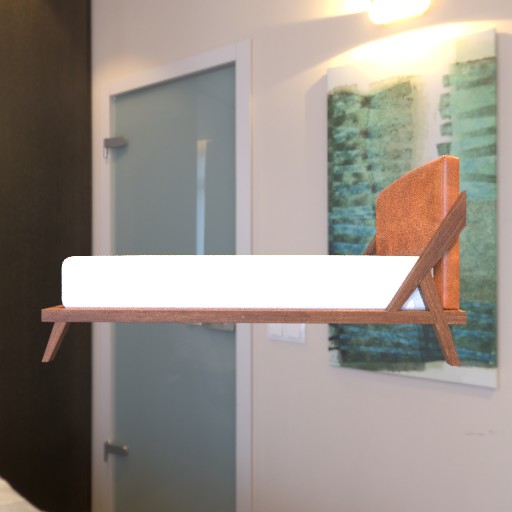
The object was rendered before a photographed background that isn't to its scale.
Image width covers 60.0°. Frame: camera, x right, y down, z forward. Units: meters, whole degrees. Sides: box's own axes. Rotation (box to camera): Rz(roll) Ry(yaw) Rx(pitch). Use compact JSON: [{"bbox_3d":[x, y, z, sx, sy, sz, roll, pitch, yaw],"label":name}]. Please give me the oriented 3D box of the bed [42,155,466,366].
[{"bbox_3d":[0.000,0.000,3.232,2.311,1.168,1.651,0,0,2],"label":"bed"}]
